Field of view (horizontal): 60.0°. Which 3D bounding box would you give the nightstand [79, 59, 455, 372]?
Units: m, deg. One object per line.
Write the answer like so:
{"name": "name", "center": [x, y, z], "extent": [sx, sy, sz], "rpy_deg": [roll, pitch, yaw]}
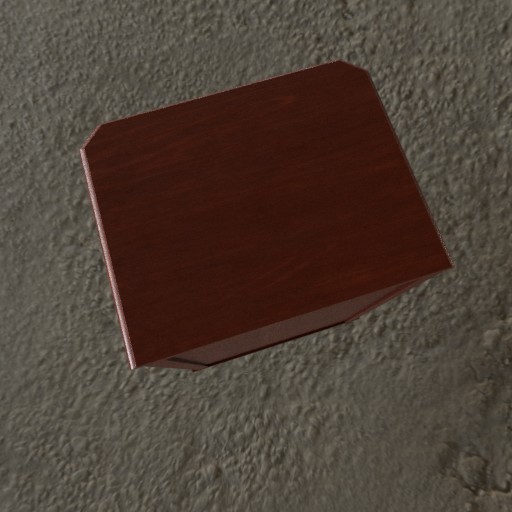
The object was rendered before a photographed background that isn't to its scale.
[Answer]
{"name": "nightstand", "center": [0.000, 0.000, 0.919], "extent": [0.435, 0.681, 0.351], "rpy_deg": [-17, 76, -4]}
